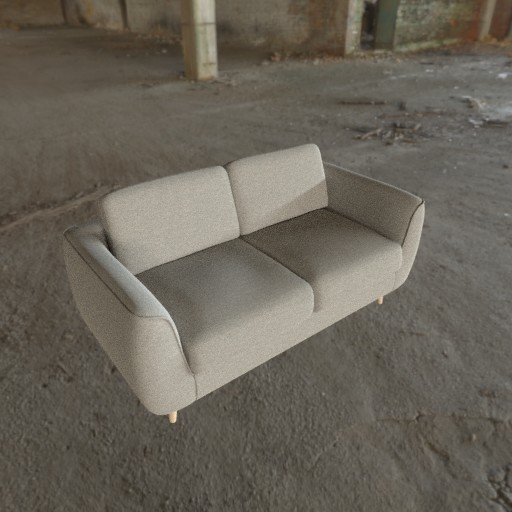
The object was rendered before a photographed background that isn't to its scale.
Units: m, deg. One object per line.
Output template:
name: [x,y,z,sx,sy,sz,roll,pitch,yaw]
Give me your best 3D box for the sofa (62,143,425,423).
sofa: [0.000,0.000,2.281,1.700,0.850,0.920,-21,37,-32]
